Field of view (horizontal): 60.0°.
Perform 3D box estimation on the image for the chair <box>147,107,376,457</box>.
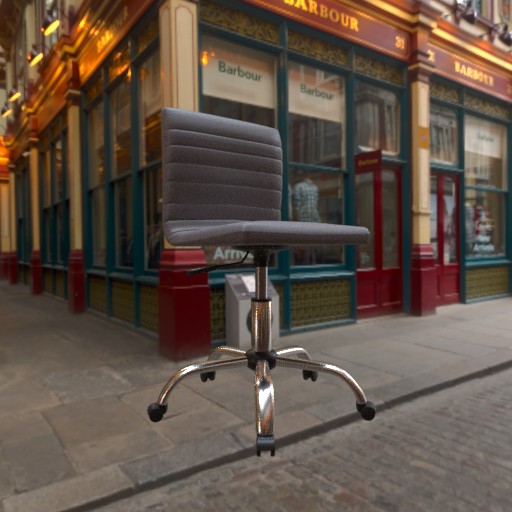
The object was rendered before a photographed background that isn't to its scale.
[{"bbox_3d":[0.000,0.000,1.157,0.556,0.780,0.530,-1,2,-37],"label":"chair"}]
